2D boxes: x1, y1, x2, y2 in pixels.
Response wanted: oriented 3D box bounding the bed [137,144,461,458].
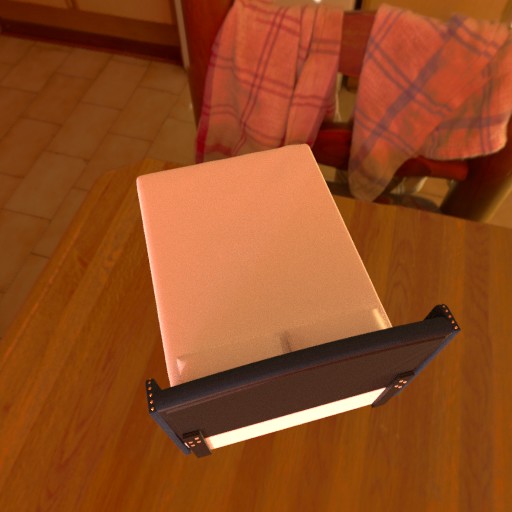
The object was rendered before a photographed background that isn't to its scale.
[{"bbox_3d":[0.000,0.000,3.214,1.604,1.402,2.223,-13,59,-8],"label":"bed"}]
